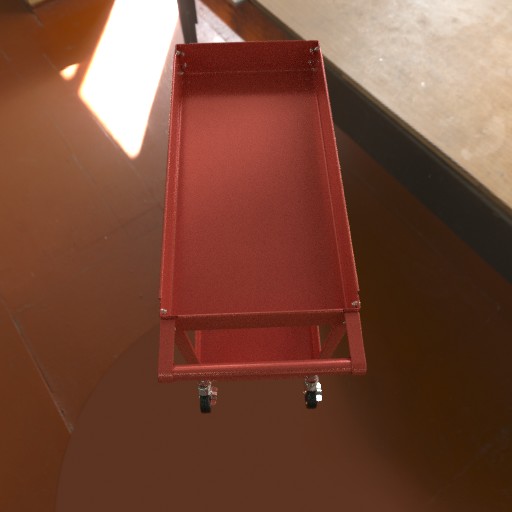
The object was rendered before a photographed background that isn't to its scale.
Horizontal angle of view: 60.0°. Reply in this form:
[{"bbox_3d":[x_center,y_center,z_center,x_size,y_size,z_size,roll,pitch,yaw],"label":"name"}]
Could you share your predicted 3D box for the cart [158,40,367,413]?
[{"bbox_3d":[0.000,0.000,1.183,0.366,0.719,0.779,-2,63,-1],"label":"cart"}]
